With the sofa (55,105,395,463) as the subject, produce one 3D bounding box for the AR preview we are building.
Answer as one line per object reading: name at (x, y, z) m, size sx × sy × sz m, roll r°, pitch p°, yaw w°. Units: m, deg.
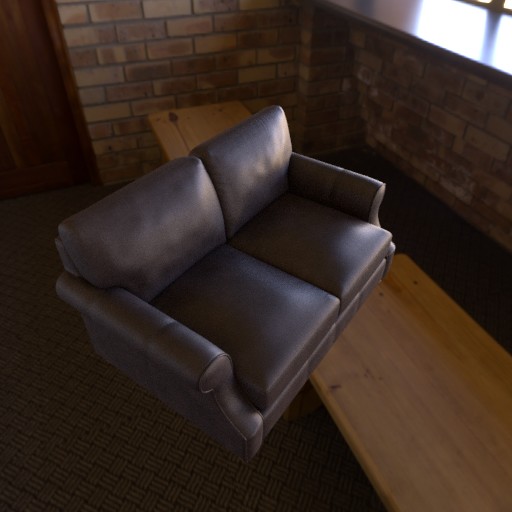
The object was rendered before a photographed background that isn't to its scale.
sofa at (0.000, 0.000, 2.332) m, size 1.030 × 0.979 × 1.663 m, roll 25°, pitch 46°, yaw 26°
